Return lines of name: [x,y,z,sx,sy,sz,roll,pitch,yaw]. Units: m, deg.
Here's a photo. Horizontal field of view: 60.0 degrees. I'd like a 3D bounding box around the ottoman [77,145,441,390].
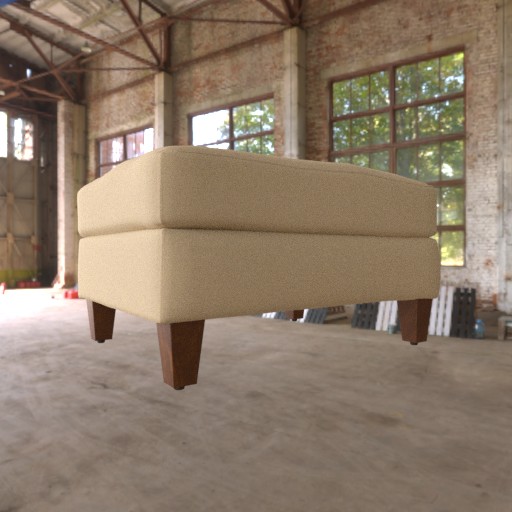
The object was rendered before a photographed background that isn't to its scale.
ottoman: [0.000,0.000,1.221,0.818,0.485,0.634,0,0,-35]
